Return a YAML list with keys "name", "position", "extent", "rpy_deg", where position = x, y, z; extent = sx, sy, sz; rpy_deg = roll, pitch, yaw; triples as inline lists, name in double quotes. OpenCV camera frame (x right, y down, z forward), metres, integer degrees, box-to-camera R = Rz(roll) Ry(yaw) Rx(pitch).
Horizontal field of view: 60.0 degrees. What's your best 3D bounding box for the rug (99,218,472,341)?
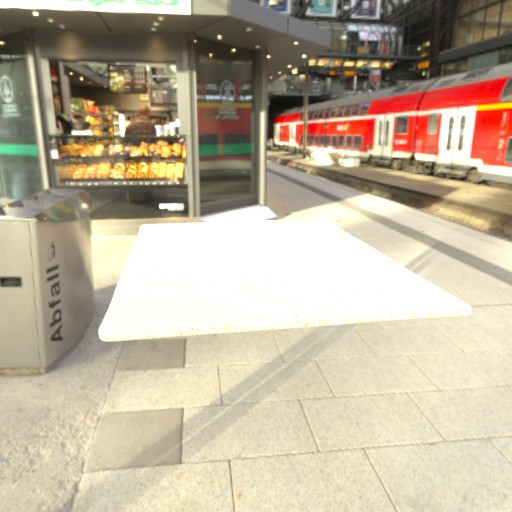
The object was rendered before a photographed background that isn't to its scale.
- name: "rug"
  position: [0.000, 0.000, 2.132]
  extent: [1.200, 0.027, 1.600]
  rpy_deg: [-3, 16, -9]
